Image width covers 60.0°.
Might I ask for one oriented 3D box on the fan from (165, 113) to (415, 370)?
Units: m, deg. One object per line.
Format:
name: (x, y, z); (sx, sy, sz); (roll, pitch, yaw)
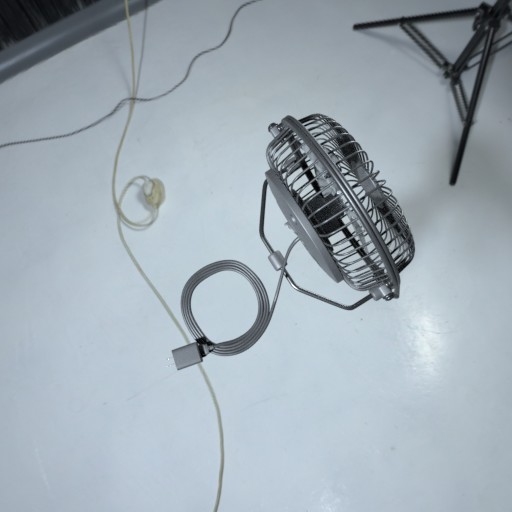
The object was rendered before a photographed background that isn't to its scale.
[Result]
fan: (0.000, 0.000, 0.307); (0.202, 0.152, 0.153); (-31, 79, -7)
